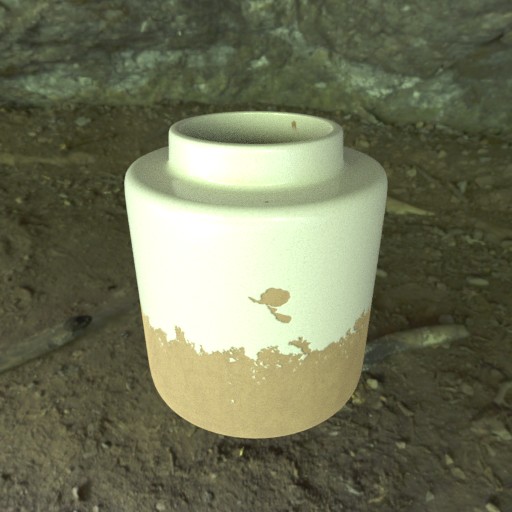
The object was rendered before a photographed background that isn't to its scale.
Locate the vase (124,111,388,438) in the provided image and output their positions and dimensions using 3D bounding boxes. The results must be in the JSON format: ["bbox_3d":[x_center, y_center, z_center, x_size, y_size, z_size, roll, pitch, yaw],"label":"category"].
[{"bbox_3d":[0.000,0.000,0.290,0.153,0.167,0.153,0,28,0],"label":"vase"}]
